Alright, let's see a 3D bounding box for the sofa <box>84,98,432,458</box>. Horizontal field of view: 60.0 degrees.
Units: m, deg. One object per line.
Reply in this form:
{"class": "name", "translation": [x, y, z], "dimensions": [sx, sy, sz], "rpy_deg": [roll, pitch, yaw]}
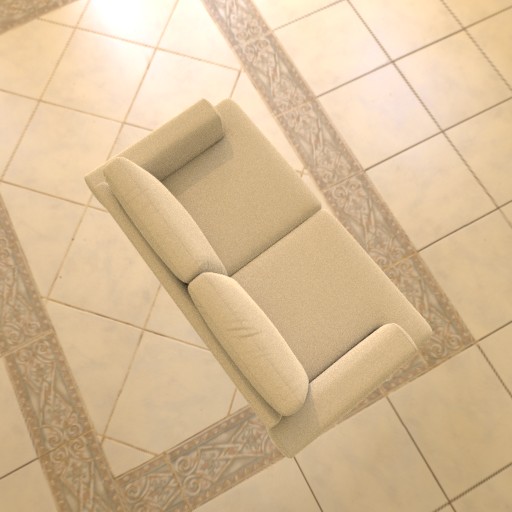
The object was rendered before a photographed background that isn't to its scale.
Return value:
{"class": "sofa", "translation": [0.000, 0.000, 2.189], "dimensions": [0.915, 0.810, 1.651], "rpy_deg": [-37, 78, -9]}
